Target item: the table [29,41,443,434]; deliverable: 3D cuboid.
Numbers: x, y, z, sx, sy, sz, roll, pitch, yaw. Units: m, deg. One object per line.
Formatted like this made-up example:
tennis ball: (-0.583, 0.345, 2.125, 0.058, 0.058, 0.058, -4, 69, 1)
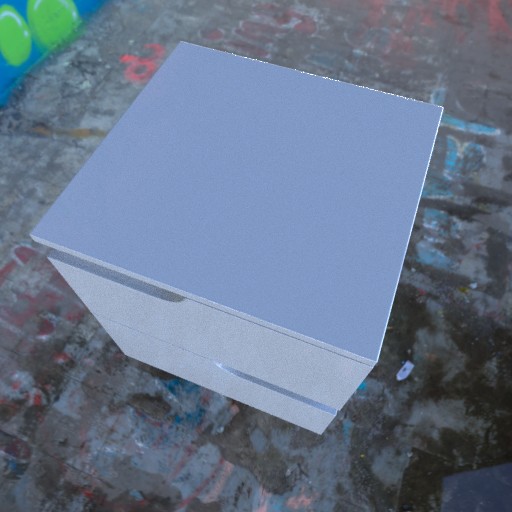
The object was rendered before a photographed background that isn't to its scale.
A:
table: (0.000, 0.000, 0.781, 0.420, 0.470, 0.400, 19, 61, 11)
